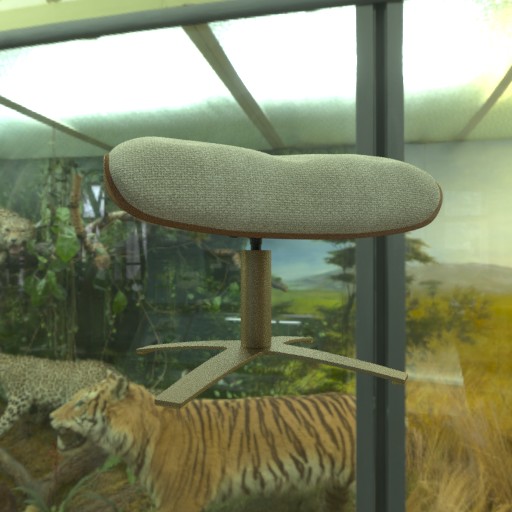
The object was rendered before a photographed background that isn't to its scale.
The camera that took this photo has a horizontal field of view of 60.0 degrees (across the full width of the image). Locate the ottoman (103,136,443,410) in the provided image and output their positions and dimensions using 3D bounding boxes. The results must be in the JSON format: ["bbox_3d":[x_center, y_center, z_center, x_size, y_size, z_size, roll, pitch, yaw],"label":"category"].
[{"bbox_3d":[0.000,0.000,0.799,0.520,0.391,0.394,0,0,-19],"label":"ottoman"}]
